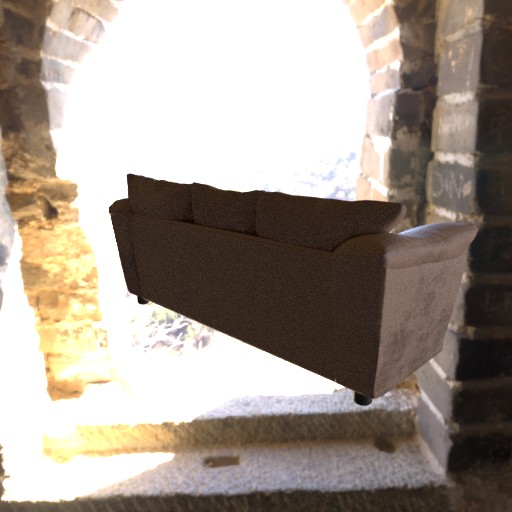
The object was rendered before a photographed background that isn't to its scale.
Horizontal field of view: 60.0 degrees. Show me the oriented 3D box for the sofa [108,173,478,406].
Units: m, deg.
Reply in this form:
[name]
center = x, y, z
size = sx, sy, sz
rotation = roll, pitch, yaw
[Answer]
[sofa]
center = 0.000, 0.000, 2.819
size = 0.893, 0.981, 2.377
rotation = -13, 19, -43
